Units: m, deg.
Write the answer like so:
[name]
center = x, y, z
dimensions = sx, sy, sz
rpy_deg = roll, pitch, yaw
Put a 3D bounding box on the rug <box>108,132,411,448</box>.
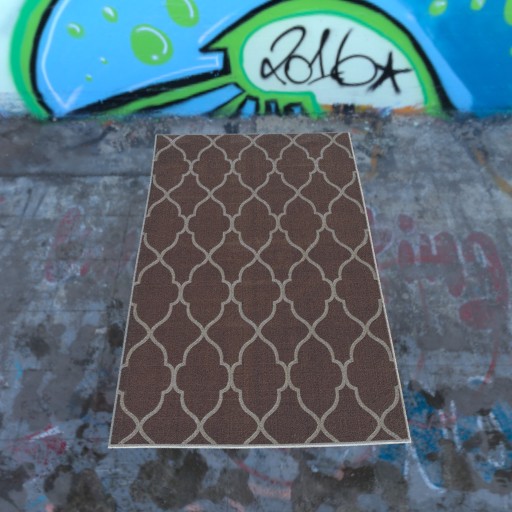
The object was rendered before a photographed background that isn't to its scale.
[rug]
center = 0.000, 0.000, 2.842
dimensions = 1.528, 0.014, 2.294
rpy_deg = -1, 57, -1
